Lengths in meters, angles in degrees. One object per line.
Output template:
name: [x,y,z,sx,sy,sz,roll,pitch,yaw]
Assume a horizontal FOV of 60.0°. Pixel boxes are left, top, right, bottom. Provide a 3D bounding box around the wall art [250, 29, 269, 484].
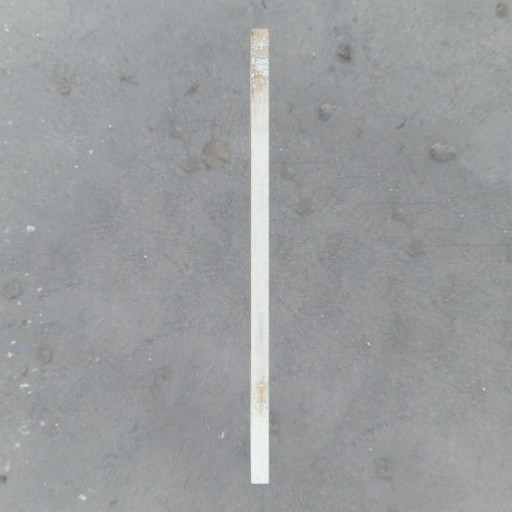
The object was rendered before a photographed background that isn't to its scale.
wall art: [0.000,0.000,1.496,0.040,1.018,1.015,0,90,-1]
